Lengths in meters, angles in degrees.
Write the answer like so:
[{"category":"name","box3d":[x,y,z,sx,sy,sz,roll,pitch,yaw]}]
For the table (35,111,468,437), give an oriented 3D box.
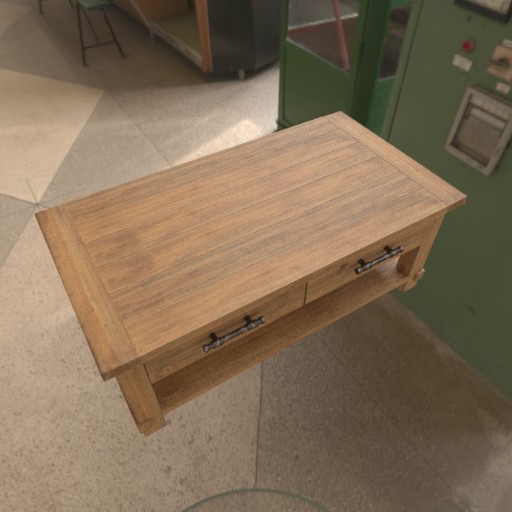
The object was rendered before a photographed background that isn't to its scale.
[{"category":"table","box3d":[0.000,0.000,1.644,1.270,0.494,0.693,-24,51,-21]}]
